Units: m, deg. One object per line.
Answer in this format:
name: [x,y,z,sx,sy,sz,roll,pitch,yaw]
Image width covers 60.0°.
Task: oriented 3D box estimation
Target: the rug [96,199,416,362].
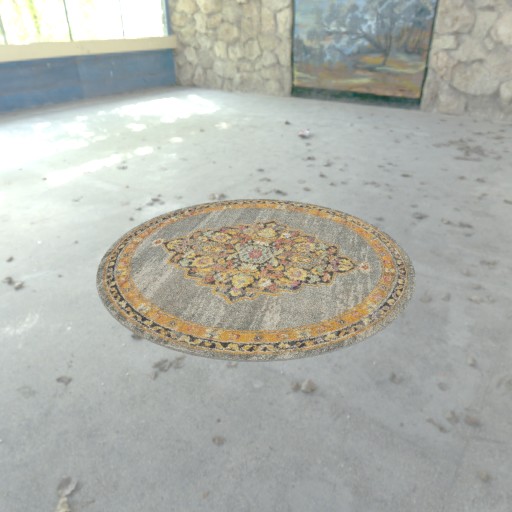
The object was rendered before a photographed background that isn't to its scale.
rug: [0.000,0.000,3.459,2.382,0.014,2.382,0,29,0]
